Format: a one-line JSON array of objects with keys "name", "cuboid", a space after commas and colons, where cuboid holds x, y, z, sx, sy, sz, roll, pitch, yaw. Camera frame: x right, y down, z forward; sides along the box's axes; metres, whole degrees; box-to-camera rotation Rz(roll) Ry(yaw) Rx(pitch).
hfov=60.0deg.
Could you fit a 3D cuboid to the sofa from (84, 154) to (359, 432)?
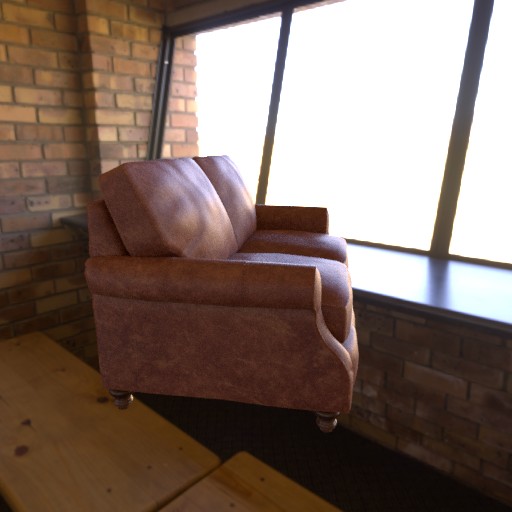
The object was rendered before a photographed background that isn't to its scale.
[{"name": "sofa", "cuboid": [0.000, 0.000, 2.216, 0.990, 0.967, 1.616, 3, 14, 10]}]
